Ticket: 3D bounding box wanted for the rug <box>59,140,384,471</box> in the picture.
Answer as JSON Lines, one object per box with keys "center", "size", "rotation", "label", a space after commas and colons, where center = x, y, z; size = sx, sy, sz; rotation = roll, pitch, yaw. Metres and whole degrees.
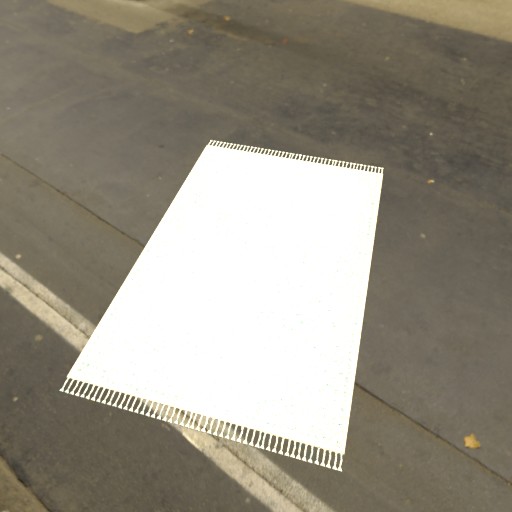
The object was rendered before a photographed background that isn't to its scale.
{"center": [0.000, 0.000, 3.027], "size": [1.524, 0.010, 2.438], "rotation": [12, 49, 10], "label": "rug"}
